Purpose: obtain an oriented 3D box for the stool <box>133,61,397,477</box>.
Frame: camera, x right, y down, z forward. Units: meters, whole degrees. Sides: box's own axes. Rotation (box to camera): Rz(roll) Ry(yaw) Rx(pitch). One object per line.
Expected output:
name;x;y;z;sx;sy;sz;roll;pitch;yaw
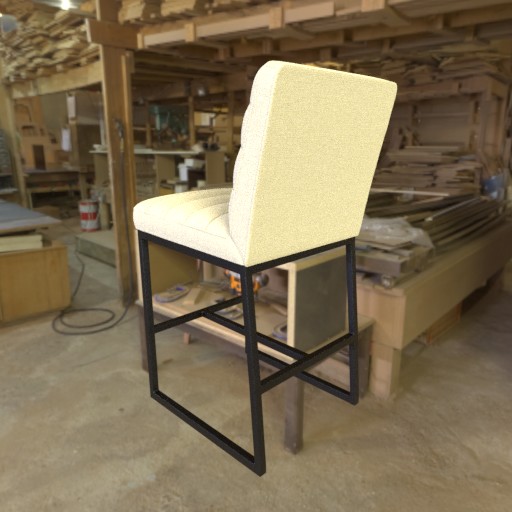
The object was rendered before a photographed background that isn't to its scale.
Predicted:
stool;0.000;0.000;1.259;0.560;0.940;0.460;15;21;43
